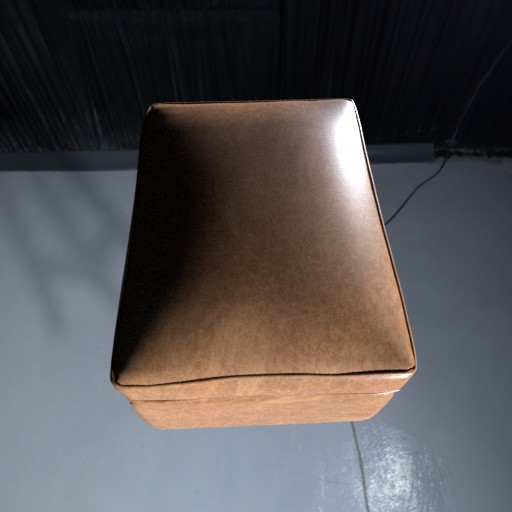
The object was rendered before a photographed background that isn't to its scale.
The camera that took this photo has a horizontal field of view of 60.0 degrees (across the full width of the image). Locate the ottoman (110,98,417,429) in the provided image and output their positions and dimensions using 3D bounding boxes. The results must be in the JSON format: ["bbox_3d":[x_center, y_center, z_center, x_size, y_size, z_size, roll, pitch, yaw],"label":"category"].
[{"bbox_3d":[0.000,0.000,1.113,0.554,0.468,0.756,-2,58,-1],"label":"ottoman"}]
